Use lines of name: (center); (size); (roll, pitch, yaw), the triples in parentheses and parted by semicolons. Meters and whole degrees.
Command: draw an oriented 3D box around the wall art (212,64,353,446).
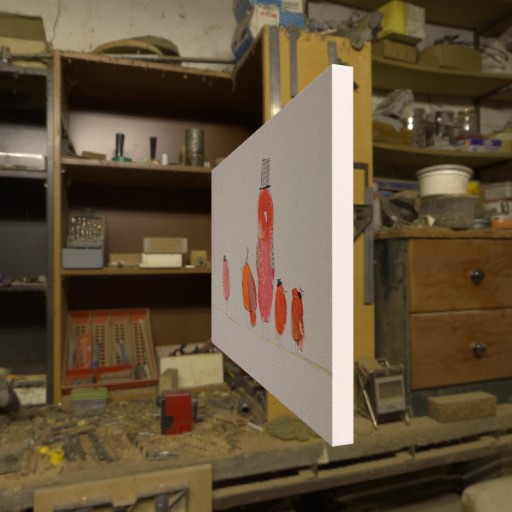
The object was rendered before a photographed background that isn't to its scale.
wall art: (0.000, 0.000, 1.146); (0.038, 0.609, 0.914); (0, 0, -18)
